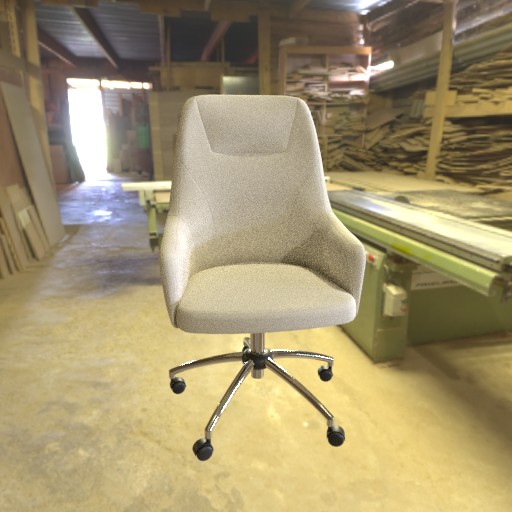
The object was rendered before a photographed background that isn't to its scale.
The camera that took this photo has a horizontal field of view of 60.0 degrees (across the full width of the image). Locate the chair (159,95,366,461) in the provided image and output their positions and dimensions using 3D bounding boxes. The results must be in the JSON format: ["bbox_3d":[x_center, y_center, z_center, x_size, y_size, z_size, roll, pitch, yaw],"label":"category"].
[{"bbox_3d":[0.000,0.000,1.475,0.620,1.049,0.640,-2,15,-8],"label":"chair"}]
